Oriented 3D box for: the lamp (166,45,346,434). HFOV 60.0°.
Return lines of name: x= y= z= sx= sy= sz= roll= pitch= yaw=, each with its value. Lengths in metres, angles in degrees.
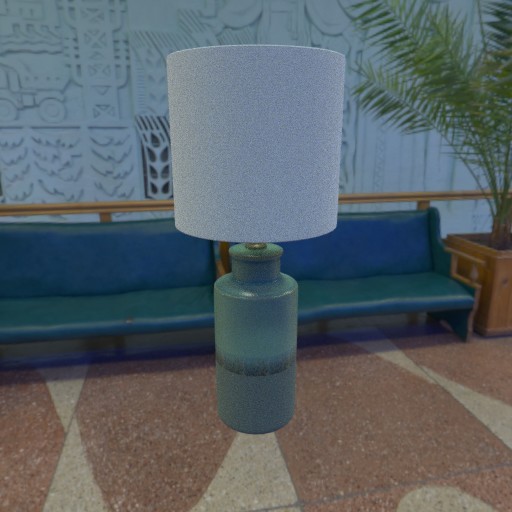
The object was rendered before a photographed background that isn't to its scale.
lamp: x=0.000 y=0.000 z=0.604 sx=0.212 sy=0.493 sz=0.212 roll=-3 pitch=17 yaw=-9
